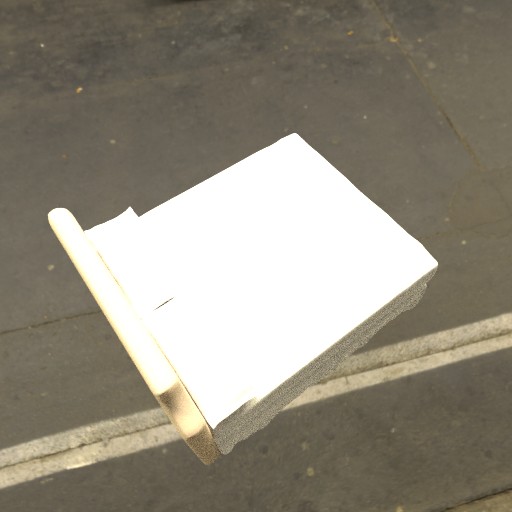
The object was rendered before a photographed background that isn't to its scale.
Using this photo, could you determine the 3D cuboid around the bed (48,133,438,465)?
[{"bbox_3d":[0.000,0.000,3.834,2.548,1.524,2.134,-32,64,-18],"label":"bed"}]
